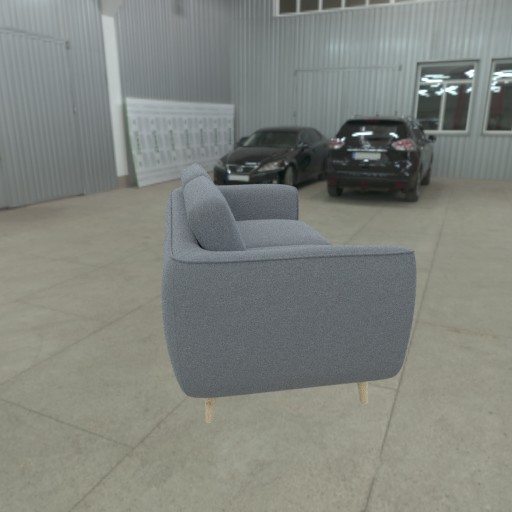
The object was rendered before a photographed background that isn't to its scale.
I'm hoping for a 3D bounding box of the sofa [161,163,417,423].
[{"bbox_3d":[0.000,0.000,2.264,0.920,0.850,1.700,-3,17,-10],"label":"sofa"}]
